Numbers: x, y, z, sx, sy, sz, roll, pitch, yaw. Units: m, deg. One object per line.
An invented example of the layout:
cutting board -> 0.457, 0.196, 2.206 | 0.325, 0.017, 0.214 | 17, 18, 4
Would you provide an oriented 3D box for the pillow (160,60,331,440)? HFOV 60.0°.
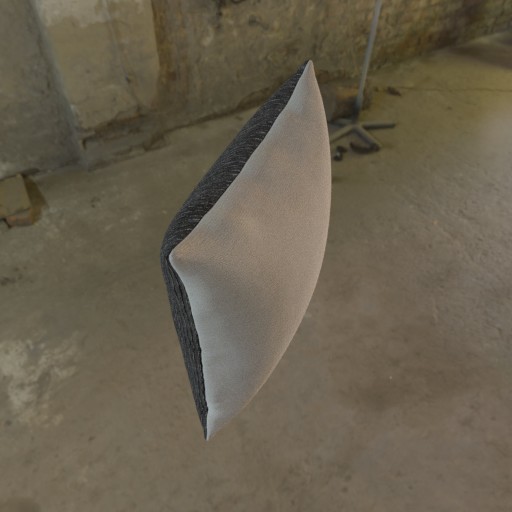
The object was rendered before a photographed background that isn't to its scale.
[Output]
pillow -> 0.000, 0.000, 0.682 | 0.196, 0.434, 0.433 | 16, 49, 14
